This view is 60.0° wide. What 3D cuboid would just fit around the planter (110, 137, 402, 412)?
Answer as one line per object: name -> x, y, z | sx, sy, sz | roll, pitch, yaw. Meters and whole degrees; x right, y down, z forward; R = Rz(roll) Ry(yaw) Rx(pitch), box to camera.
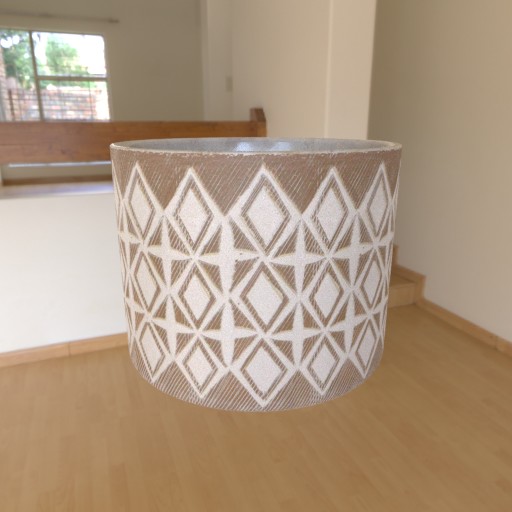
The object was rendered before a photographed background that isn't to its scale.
planter -> 0.000, 0.000, 0.330 | 0.193, 0.165, 0.193 | 0, 17, 0
